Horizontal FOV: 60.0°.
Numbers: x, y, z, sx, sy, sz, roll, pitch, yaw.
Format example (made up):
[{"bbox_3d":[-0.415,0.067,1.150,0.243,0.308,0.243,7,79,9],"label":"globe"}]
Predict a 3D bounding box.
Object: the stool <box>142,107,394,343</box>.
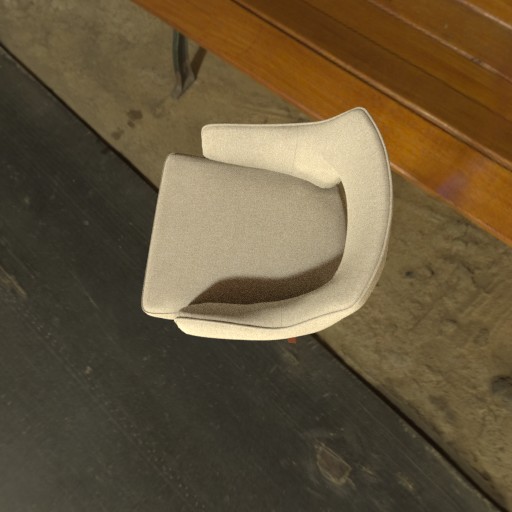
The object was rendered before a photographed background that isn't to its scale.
[{"bbox_3d":[0.000,0.000,1.371,0.560,1.041,0.550,5,75,1],"label":"stool"}]
